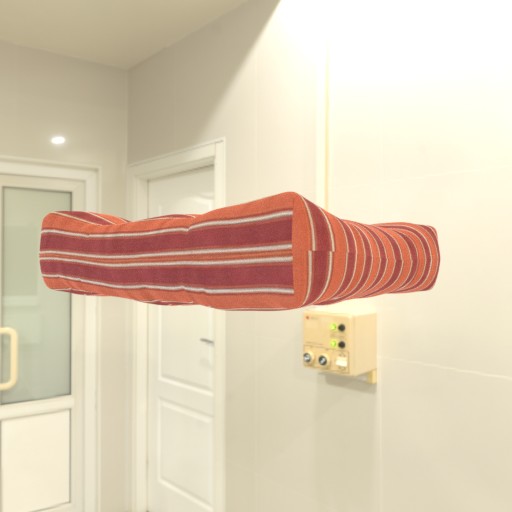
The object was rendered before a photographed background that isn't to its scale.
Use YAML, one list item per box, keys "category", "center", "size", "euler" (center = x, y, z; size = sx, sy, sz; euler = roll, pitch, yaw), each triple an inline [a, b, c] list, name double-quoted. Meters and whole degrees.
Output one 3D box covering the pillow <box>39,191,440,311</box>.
- category: "pillow"
  center: [0.000, 0.000, 0.715]
  size: [0.468, 0.133, 0.490]
  euler: [0, -1, 36]
